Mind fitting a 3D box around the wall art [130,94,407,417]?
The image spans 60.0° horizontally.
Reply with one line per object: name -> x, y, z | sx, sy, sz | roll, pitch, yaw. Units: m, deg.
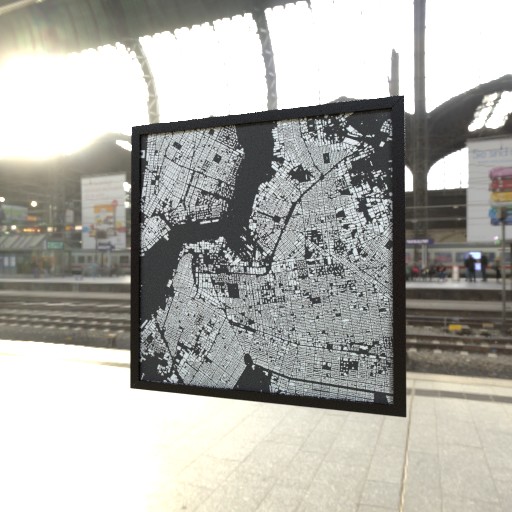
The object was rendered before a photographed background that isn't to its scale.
wall art -> 0.000, 0.000, 1.180 | 0.755, 0.761, 0.038 | 0, -1, 19
